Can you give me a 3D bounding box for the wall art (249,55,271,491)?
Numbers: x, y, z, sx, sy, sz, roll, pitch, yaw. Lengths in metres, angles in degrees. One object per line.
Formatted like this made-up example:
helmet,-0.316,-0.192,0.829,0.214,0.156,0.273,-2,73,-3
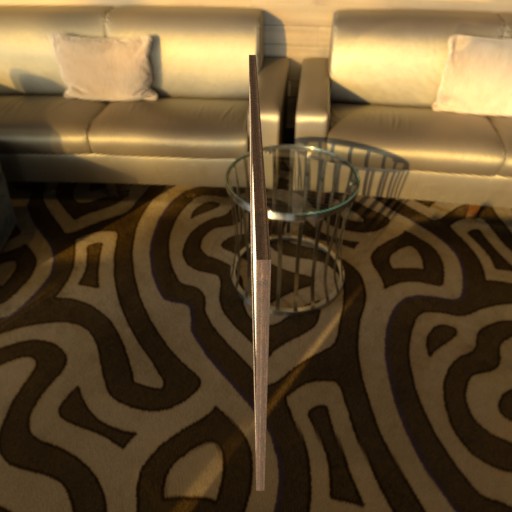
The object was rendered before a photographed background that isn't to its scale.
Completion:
wall art,0.000,0.000,1.368,0.023,0.875,1.033,-1,41,-1
